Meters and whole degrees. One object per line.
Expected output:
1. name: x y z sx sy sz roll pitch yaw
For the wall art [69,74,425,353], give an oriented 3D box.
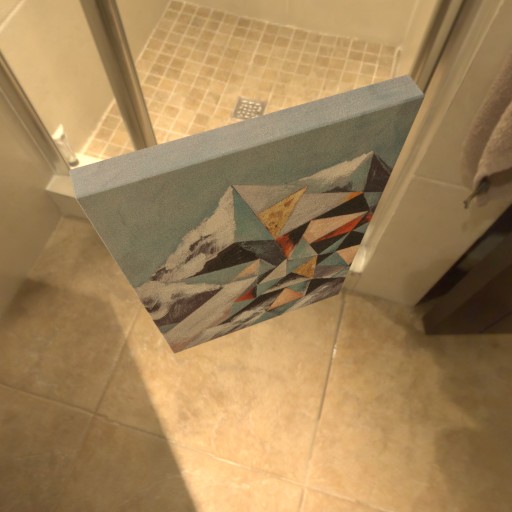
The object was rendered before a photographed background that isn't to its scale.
1. wall art: 0.000 0.000 1.138 0.609 0.911 0.061 -19 64 -9
